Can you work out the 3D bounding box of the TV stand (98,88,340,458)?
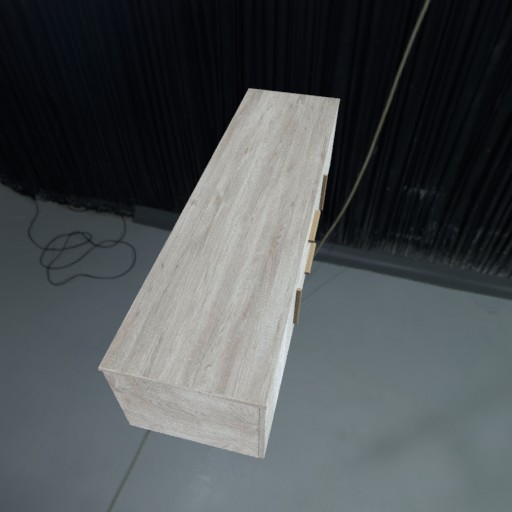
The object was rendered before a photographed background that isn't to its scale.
[{"bbox_3d":[0.000,0.000,1.575,0.401,0.565,1.313,10,48,9],"label":"TV stand"}]
